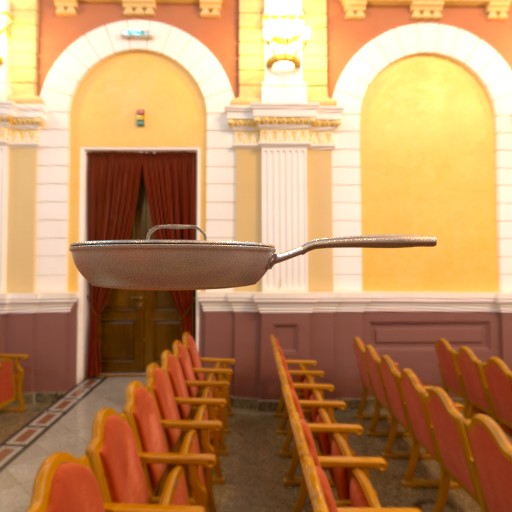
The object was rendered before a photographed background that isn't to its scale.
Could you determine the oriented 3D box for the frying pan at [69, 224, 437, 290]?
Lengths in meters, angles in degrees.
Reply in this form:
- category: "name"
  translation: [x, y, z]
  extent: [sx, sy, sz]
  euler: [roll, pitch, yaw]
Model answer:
- category: "frying pan"
  translation: [0.000, 0.000, 0.608]
  extent: [0.490, 0.086, 0.272]
  euler: [0, -1, 0]
